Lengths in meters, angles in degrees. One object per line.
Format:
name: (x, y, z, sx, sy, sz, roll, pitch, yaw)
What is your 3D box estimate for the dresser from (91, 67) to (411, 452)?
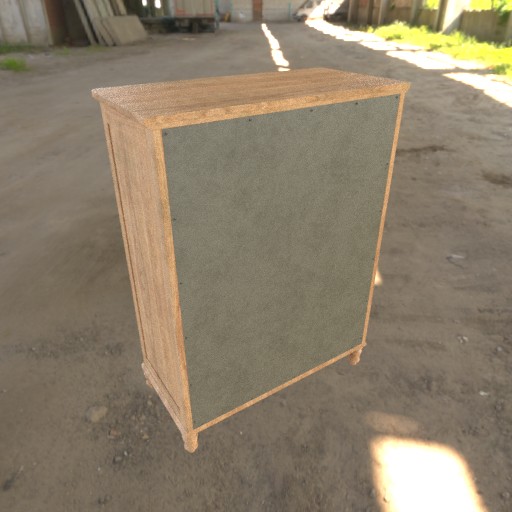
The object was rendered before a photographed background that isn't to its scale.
dresser: (0.000, 0.000, 1.815, 0.973, 1.318, 0.484, -18, 35, -28)
